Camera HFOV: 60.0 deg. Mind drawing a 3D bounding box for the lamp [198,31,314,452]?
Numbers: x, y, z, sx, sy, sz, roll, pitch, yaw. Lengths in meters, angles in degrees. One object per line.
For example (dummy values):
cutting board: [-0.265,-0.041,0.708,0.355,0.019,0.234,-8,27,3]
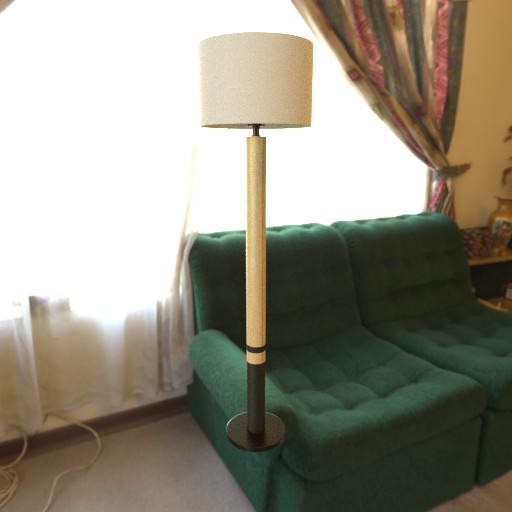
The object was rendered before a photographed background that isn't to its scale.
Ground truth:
lamp: [0.000,0.000,1.635,0.381,1.478,0.381,-13,18,-43]
